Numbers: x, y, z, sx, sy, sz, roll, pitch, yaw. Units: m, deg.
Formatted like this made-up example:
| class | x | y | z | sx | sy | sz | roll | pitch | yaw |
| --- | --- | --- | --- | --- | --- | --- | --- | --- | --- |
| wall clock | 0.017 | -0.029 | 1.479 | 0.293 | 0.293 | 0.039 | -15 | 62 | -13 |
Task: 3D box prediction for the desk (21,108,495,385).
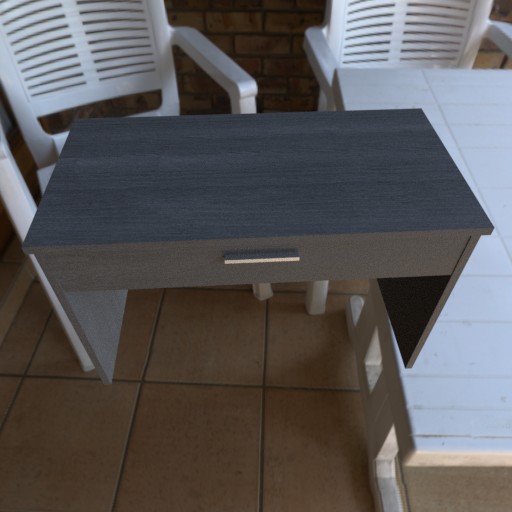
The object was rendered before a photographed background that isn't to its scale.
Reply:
| class | x | y | z | sx | sy | sz | roll | pitch | yaw |
| --- | --- | --- | --- | --- | --- | --- | --- | --- | --- |
| desk | 0.000 | 0.000 | 1.483 | 1.099 | 0.729 | 0.557 | -2 | 47 | -2 |
